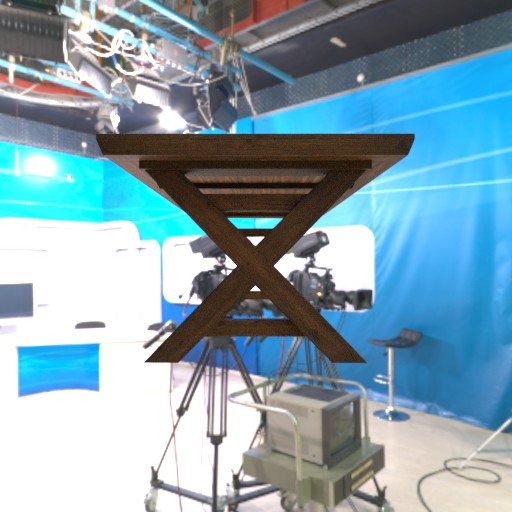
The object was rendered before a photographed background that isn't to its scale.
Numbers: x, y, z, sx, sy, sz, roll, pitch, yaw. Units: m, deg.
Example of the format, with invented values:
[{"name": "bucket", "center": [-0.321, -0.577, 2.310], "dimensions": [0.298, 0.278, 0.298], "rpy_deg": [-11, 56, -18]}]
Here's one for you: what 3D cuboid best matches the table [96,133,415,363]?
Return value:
[{"name": "table", "center": [0.000, 0.000, 2.465], "dimensions": [1.071, 0.793, 1.966], "rpy_deg": [0, -1, 0]}]
